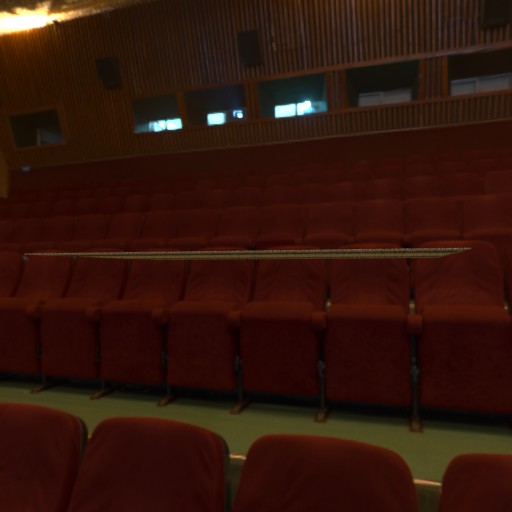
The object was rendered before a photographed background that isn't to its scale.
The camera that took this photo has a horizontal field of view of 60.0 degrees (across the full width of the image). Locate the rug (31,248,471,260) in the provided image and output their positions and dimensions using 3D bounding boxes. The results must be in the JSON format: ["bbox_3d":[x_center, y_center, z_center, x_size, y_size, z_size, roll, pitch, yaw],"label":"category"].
[{"bbox_3d":[0.000,0.000,3.018,2.453,0.003,1.519,-1,-2,17],"label":"rug"}]
